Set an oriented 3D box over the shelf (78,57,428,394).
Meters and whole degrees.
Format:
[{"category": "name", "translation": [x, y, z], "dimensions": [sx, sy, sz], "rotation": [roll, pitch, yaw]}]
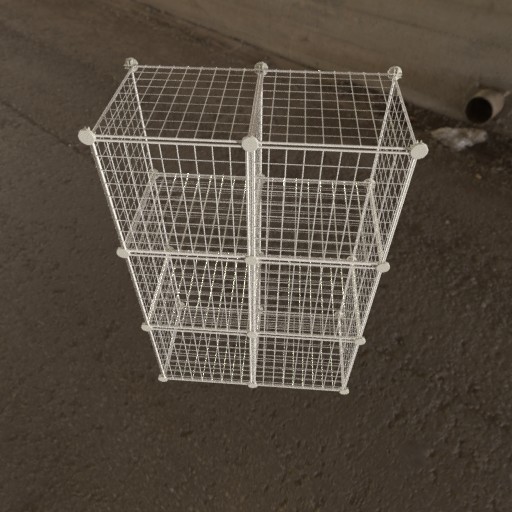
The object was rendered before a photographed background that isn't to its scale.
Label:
[{"category": "shelf", "translation": [0.000, 0.000, 1.396], "dimensions": [0.711, 1.067, 0.356], "rotation": [3, 47, 3]}]
